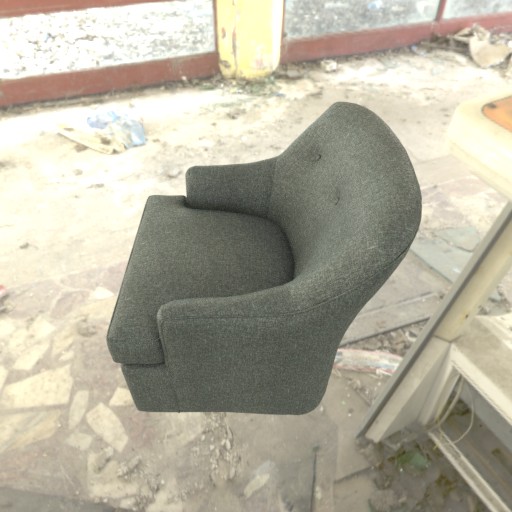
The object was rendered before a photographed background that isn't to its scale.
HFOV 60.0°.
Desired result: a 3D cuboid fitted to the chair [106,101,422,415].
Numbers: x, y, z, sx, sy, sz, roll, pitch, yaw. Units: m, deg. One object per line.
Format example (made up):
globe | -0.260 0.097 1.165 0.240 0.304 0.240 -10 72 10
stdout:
chair | 0.000 0.000 1.586 0.923 0.856 0.864 0 42 0
